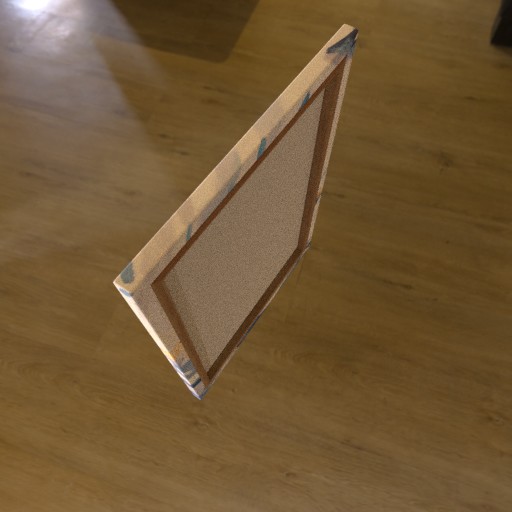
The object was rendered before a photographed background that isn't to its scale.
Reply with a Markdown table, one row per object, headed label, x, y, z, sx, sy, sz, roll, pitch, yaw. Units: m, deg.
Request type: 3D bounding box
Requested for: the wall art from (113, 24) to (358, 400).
| label | x | y | z | sx | sy | sz | roll | pitch | yaw |
| --- | --- | --- | --- | --- | --- | --- | --- | --- | --- |
| wall art | 0.000 | 0.000 | 1.293 | 0.038 | 1.015 | 0.761 | 31 | 67 | 15 |
